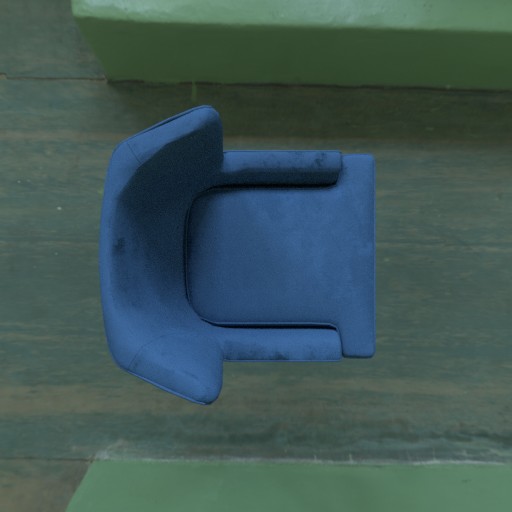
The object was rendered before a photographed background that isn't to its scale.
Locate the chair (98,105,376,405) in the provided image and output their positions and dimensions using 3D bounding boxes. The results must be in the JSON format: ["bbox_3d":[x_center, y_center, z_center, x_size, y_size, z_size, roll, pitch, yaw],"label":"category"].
[{"bbox_3d":[0.000,0.000,1.629,0.910,0.952,0.793,0,90,0],"label":"chair"}]
